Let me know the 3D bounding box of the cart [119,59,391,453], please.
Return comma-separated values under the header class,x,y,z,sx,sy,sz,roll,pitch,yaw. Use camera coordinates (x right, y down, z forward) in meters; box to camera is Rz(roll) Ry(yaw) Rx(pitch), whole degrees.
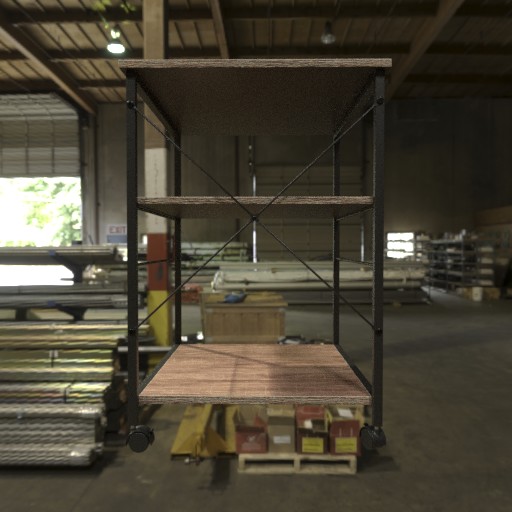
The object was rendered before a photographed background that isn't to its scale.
class,x,y,z,sx,sy,sz,roll,pitch,yaw
cart,0.000,0.000,1.113,0.521,0.762,0.520,0,1,1
